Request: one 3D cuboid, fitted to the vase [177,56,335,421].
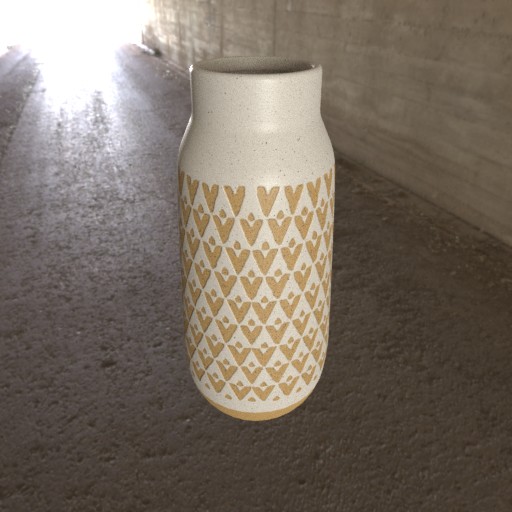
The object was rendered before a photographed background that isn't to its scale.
[{"bbox_3d":[0.000,0.000,0.382,0.137,0.307,0.137,0,31,0],"label":"vase"}]
